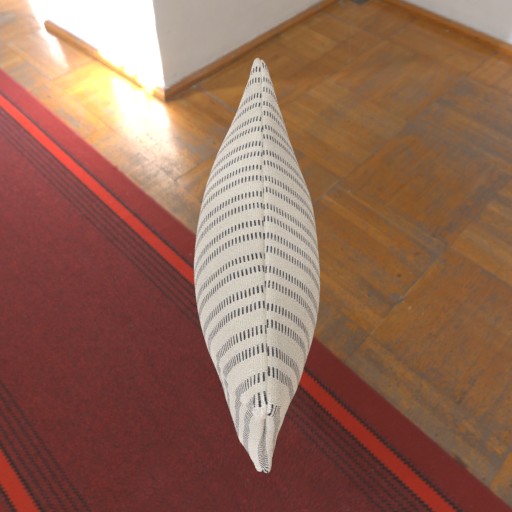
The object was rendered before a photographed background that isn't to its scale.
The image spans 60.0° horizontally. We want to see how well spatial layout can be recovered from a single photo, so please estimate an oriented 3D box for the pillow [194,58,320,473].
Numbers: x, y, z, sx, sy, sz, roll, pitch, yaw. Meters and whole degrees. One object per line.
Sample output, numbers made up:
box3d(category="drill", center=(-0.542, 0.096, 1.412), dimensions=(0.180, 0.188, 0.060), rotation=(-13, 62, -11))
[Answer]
box3d(category="pillow", center=(0.000, 0.000, 0.771), dimensions=(0.210, 0.353, 0.640), rotation=(0, 56, 0))
